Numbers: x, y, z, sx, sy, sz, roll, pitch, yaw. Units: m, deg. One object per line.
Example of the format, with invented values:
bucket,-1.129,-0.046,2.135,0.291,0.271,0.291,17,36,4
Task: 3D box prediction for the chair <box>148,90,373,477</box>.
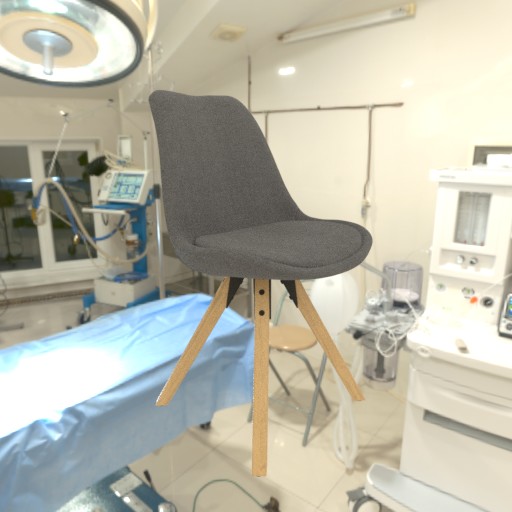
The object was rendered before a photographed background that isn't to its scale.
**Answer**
chair,0.000,0.000,1.179,0.550,0.850,0.485,14,20,43
